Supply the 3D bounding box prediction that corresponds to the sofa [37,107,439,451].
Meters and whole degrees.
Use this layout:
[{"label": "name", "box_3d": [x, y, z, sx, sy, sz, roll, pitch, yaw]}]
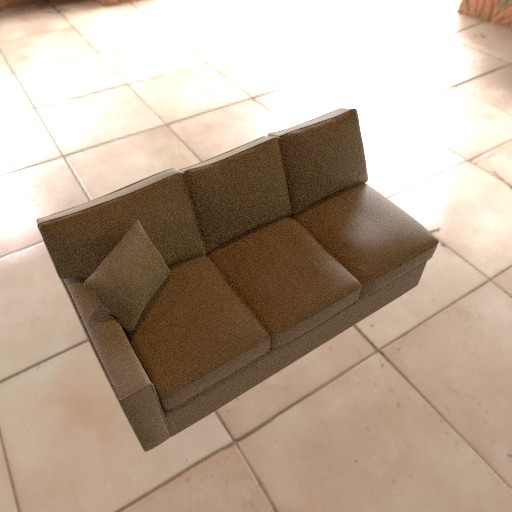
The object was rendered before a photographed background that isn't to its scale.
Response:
[{"label": "sofa", "box_3d": [0.000, 0.000, 2.516, 1.962, 0.946, 1.034, -26, 52, -22]}]
